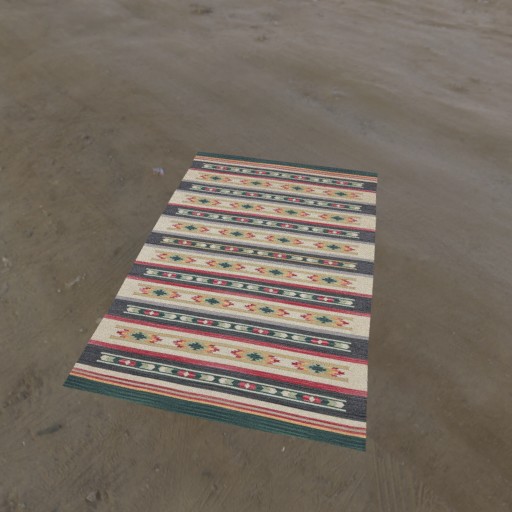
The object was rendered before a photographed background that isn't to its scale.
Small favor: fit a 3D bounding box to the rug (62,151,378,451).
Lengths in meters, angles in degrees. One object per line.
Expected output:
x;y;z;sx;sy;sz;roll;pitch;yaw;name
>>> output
0.000;0.000;2.339;1.221;0.009;1.825;9;46;9;rug
